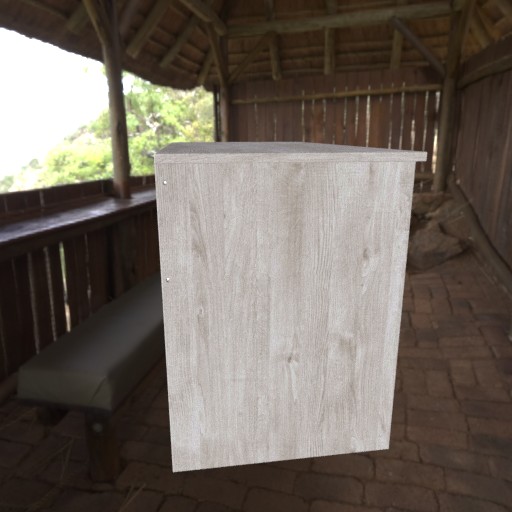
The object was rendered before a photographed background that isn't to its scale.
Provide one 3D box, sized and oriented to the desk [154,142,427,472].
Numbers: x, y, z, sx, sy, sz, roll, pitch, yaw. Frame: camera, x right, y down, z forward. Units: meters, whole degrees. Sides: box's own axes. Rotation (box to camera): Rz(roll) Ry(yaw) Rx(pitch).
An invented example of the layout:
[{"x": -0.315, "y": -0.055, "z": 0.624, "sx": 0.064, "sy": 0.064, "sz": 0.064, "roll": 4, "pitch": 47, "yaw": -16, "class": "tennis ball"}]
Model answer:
[{"x": 0.000, "y": 0.000, "z": 1.508, "sx": 0.560, "sy": 0.730, "sz": 1.100, "roll": -2, "pitch": 16, "yaw": -8, "class": "desk"}]
